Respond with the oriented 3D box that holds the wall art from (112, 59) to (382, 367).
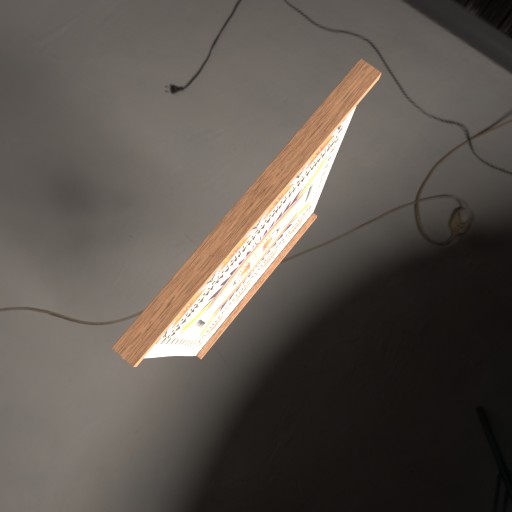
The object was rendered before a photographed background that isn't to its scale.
[{"bbox_3d":[0.000,0.000,0.708,0.028,0.527,0.403,38,80,8],"label":"wall art"}]
